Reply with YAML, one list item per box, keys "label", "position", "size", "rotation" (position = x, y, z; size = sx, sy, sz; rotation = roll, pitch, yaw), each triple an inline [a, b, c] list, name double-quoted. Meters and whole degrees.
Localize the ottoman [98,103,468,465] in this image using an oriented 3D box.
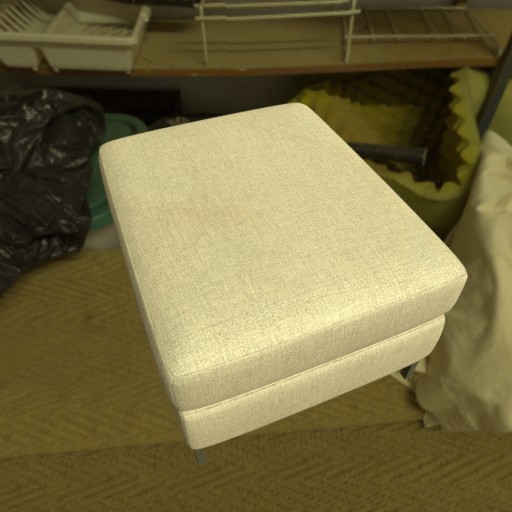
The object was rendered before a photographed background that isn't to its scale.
- label: "ottoman"
  position: [0.000, 0.000, 1.220]
  size: [0.671, 0.490, 0.820]
  rotation: [-17, 49, -15]
